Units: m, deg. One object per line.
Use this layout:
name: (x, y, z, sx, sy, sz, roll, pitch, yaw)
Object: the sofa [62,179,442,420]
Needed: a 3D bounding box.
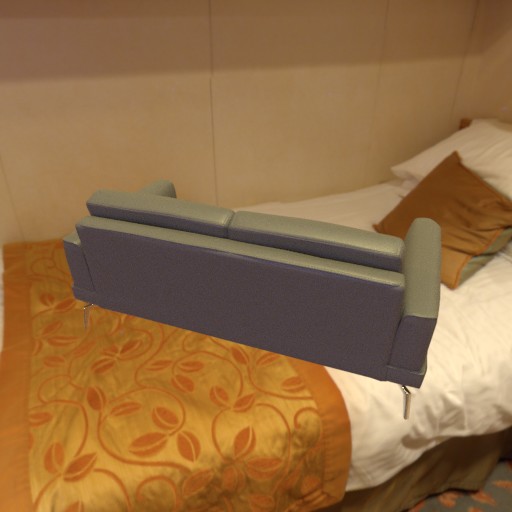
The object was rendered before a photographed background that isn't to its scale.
sofa: (0.000, 0.000, 2.812, 2.177, 0.930, 1.121, 11, 32, 18)
